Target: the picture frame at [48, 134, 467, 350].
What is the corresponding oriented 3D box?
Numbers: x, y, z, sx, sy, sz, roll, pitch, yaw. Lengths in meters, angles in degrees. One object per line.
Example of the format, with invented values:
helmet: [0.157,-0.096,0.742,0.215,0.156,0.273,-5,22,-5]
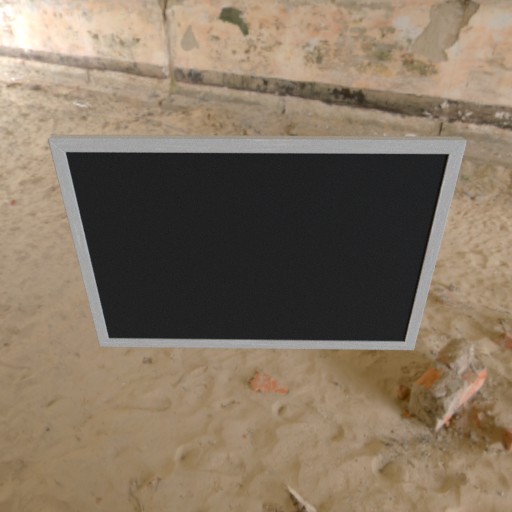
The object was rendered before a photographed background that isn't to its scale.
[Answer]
picture frame: [0.000,0.000,1.186,0.950,0.640,0.029,0,32,1]
